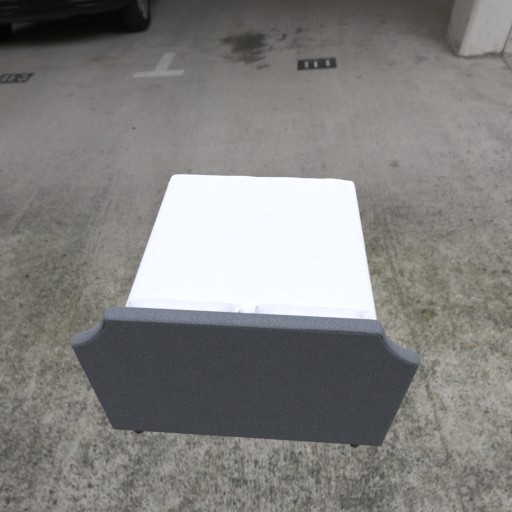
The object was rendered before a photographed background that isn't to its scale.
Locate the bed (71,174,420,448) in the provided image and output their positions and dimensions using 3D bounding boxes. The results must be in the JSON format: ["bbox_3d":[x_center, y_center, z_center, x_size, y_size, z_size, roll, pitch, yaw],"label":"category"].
[{"bbox_3d":[0.000,0.000,3.328,1.811,1.296,2.259,3,44,3],"label":"bed"}]
